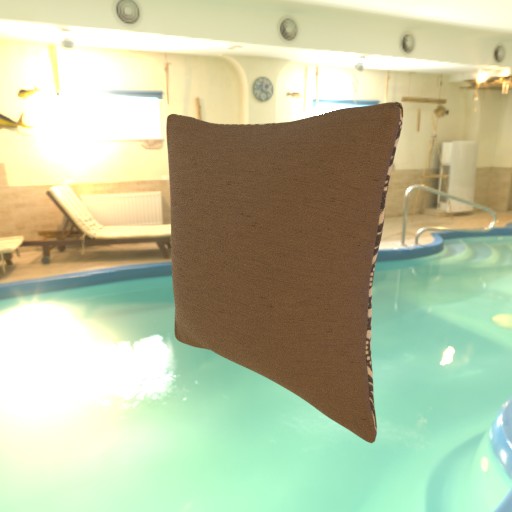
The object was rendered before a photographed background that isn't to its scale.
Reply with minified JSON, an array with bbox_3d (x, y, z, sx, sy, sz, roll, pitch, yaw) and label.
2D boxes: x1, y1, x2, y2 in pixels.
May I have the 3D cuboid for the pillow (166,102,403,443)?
[{"bbox_3d":[0.000,0.000,0.661,0.148,0.417,0.436,-15,21,-43],"label":"pillow"}]
